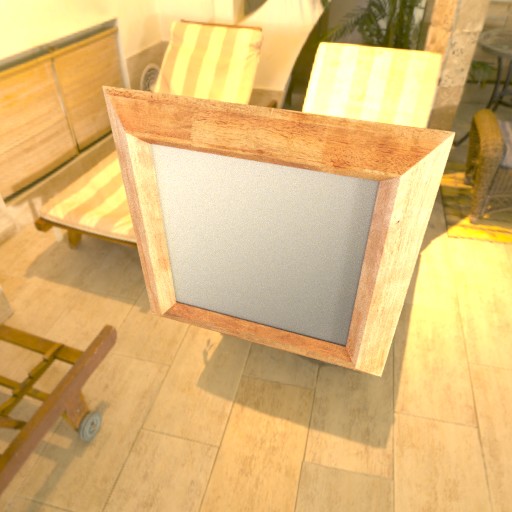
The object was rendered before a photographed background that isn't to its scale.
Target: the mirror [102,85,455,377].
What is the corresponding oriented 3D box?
[{"bbox_3d":[0.000,0.000,0.973,0.651,0.651,0.047,13,41,15],"label":"mirror"}]
